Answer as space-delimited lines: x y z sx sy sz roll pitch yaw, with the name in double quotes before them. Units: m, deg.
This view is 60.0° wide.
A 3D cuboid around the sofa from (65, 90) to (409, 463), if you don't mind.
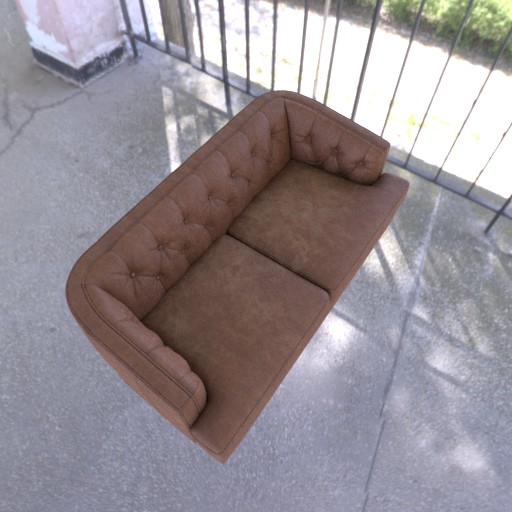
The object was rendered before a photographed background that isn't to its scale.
"sofa" 0.000 0.000 2.292 0.914 0.786 1.755 31 62 19
